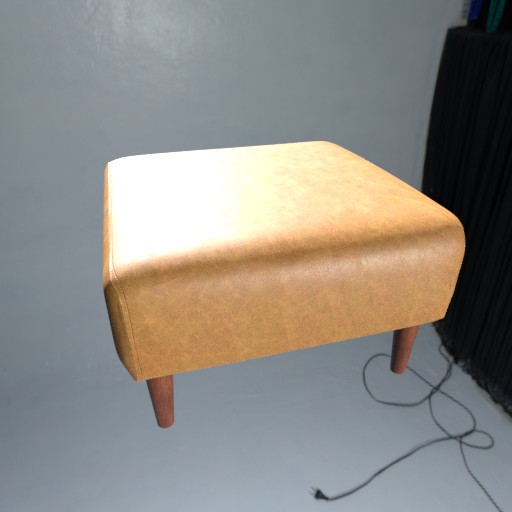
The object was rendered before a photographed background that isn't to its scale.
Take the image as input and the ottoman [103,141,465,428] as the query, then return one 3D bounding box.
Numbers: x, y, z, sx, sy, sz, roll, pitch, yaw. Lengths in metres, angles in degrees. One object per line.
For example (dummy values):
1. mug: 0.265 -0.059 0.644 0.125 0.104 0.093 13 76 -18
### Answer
1. ottoman: 0.000 0.000 1.053 0.650 0.399 0.650 -8 30 -14
